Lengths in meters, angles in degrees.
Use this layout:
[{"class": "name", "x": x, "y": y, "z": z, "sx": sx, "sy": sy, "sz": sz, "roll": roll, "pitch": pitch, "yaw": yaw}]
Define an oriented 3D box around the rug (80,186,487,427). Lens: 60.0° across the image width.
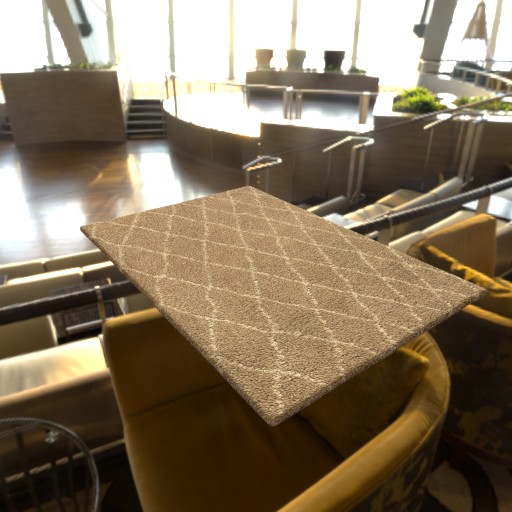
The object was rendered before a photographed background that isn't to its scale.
[{"class": "rug", "x": 0.000, "y": 0.000, "z": 2.254, "sx": 1.219, "sy": 0.030, "sz": 1.778, "roll": -19, "pitch": 33, "yaw": -32}]
